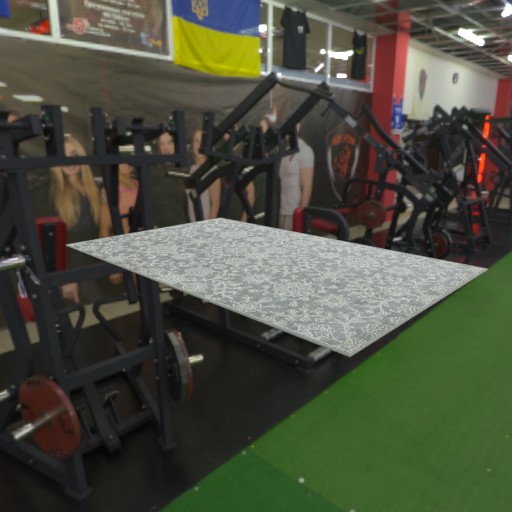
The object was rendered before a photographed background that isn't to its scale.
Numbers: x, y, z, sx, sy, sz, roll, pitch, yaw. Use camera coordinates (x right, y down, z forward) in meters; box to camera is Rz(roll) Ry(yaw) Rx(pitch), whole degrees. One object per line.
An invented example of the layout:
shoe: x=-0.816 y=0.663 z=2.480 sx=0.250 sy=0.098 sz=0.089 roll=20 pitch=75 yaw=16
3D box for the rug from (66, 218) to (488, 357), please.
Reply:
rug: x=0.000 y=0.000 z=2.966 sx=2.430 sy=0.010 sz=1.515 roll=14 pitch=21 yaw=42
